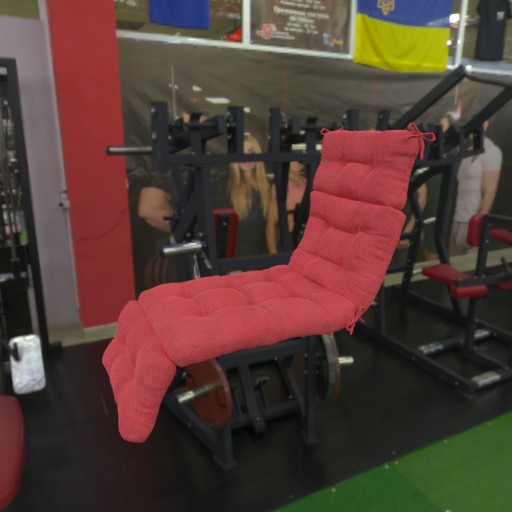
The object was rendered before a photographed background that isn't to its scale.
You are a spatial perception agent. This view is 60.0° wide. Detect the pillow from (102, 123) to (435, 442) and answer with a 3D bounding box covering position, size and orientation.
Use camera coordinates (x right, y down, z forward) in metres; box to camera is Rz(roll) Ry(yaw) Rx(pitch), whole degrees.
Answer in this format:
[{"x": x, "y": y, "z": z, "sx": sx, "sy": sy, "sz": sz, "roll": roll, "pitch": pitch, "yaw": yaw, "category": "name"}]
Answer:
[{"x": 0.000, "y": 0.000, "z": 1.500, "sx": 1.016, "sy": 0.863, "sz": 0.526, "roll": -7, "pitch": 17, "yaw": -24, "category": "pillow"}]
